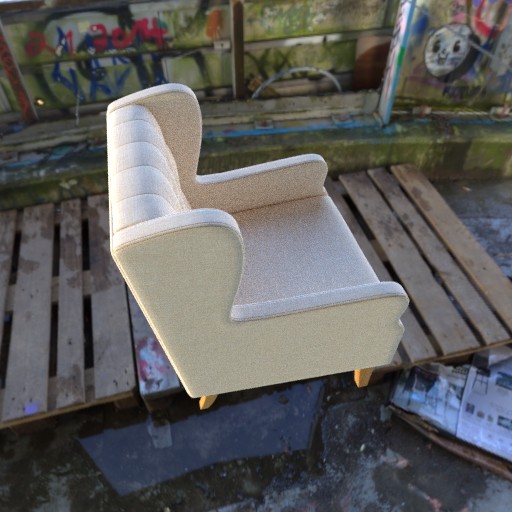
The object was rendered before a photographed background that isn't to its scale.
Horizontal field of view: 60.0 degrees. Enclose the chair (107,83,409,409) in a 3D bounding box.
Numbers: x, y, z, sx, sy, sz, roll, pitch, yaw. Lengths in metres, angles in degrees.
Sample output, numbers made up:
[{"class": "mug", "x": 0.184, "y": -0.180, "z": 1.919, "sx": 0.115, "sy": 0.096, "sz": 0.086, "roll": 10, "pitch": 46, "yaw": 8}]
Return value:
[{"class": "chair", "x": 0.000, "y": 0.000, "z": 1.466, "sx": 0.760, "sy": 0.930, "sz": 0.710, "roll": -10, "pitch": 47, "yaw": -10}]
